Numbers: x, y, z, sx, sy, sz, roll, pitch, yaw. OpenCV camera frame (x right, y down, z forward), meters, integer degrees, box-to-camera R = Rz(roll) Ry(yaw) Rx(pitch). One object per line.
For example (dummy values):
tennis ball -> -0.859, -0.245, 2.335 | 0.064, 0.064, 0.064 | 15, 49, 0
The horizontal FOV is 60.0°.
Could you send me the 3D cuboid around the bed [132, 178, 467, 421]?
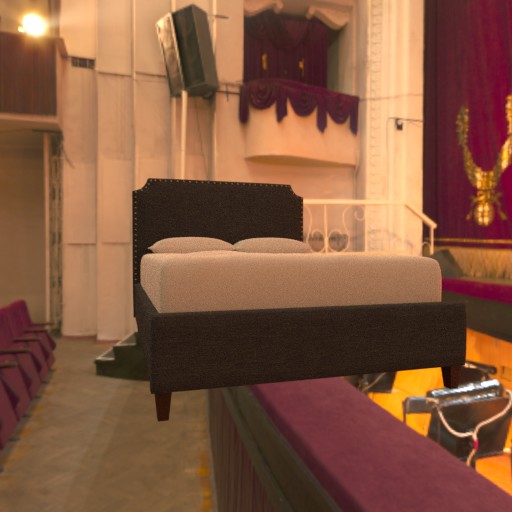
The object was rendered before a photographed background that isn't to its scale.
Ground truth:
bed -> 0.000, 0.000, 3.296 | 1.713, 1.443, 2.372 | 0, 1, -17
